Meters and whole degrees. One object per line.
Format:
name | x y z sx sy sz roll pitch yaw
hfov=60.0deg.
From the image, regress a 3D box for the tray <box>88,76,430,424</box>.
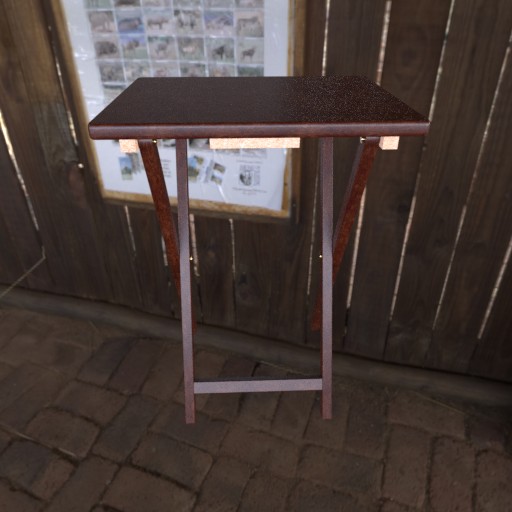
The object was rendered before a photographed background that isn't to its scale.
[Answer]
tray | 0.000 0.000 0.947 0.483 0.660 0.381 -1 31 -2
